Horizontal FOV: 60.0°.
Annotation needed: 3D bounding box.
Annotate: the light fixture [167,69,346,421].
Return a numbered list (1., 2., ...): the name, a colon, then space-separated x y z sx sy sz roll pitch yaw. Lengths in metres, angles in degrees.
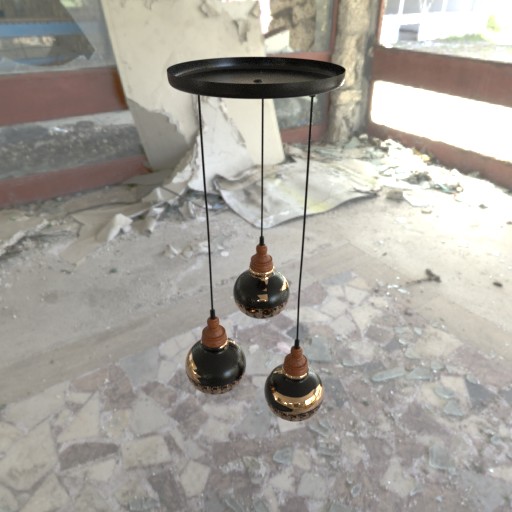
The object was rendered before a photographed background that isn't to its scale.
1. light fixture: 0.000 0.000 1.780 0.608 1.410 0.605 1 31 1
